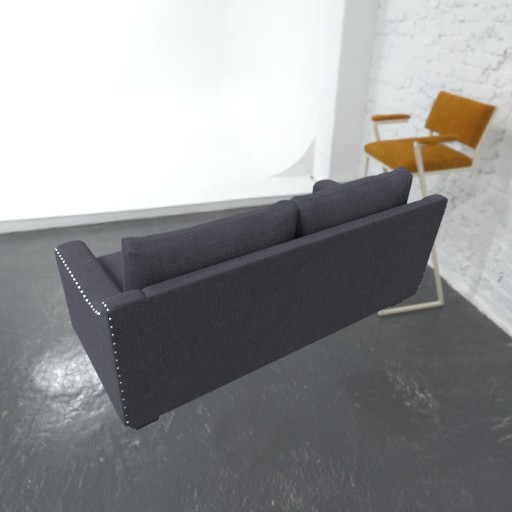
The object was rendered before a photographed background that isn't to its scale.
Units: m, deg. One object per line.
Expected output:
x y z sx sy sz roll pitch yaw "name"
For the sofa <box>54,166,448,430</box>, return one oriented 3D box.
0.000 0.000 3.316 2.550 1.196 1.336 -18 33 -30 "sofa"
